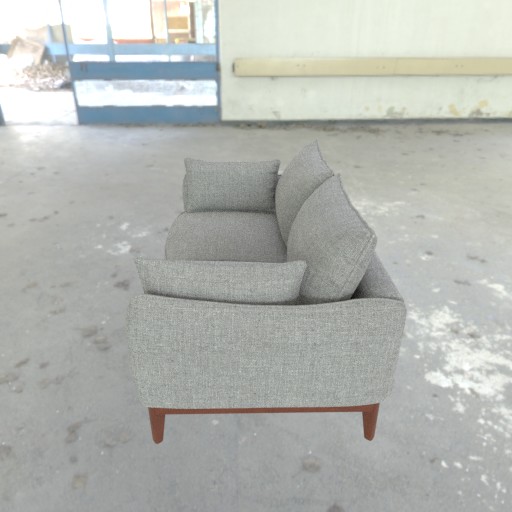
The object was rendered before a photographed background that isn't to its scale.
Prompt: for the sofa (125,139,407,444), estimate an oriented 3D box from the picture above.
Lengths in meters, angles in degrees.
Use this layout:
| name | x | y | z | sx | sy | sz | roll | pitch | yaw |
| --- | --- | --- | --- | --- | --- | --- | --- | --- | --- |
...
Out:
| name | x | y | z | sx | sy | sz | roll | pitch | yaw |
| --- | --- | --- | --- | --- | --- | --- | --- | --- | --- |
| sofa | 0.000 | 0.000 | 2.169 | 0.972 | 0.851 | 1.580 | 0 | 27 | -1 |
